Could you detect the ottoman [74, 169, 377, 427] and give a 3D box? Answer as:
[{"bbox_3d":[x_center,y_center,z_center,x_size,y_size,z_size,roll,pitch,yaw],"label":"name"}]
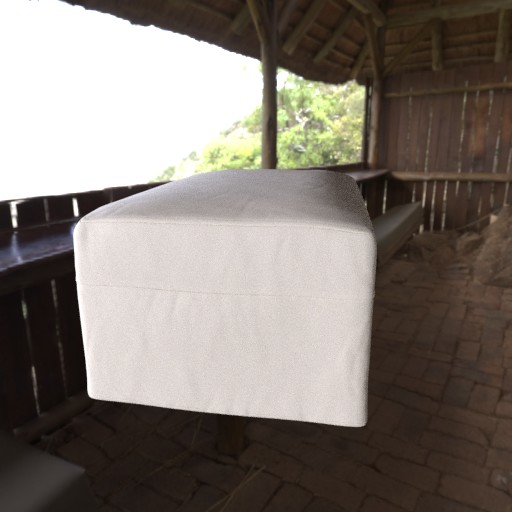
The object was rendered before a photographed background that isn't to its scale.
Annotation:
[{"bbox_3d":[0.000,0.000,1.215,0.590,0.444,0.872,3,16,9],"label":"ottoman"}]
